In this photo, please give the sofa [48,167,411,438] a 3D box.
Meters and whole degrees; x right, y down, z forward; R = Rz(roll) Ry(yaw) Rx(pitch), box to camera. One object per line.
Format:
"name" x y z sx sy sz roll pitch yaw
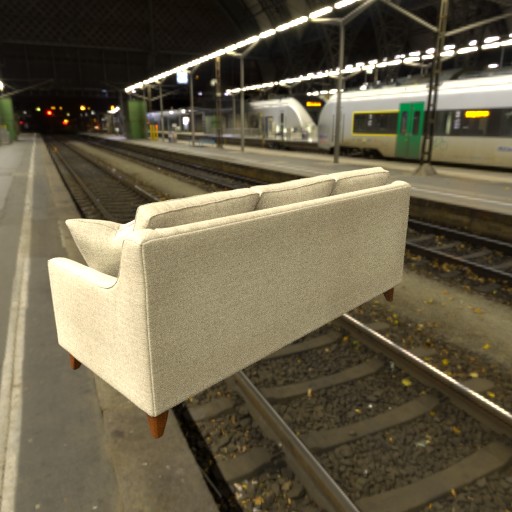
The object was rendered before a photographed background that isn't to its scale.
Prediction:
"sofa" 0.000 0.000 2.525 0.865 0.914 2.031 15 22 41
